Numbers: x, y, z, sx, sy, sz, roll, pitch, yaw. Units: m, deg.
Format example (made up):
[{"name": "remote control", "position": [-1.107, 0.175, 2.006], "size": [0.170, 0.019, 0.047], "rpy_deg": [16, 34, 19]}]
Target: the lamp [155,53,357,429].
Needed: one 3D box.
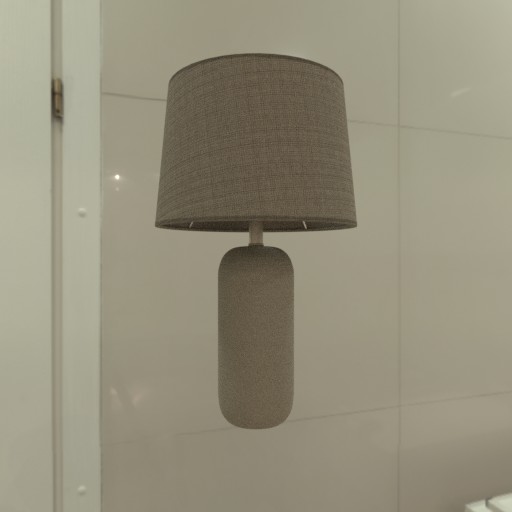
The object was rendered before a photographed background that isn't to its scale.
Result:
[{"name": "lamp", "position": [0.000, 0.000, 0.824], "size": [0.367, 0.609, 0.367], "rpy_deg": [0, 0, 0]}]
